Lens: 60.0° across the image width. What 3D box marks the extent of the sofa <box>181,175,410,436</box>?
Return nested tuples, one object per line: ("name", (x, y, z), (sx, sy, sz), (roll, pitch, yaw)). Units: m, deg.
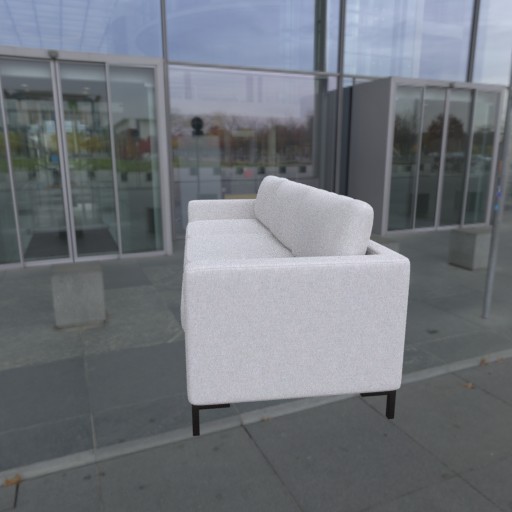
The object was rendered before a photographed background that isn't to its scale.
("sofa", (0.000, 0.000, 2.686), (0.859, 0.874, 2.218), (-2, 13, -8))
